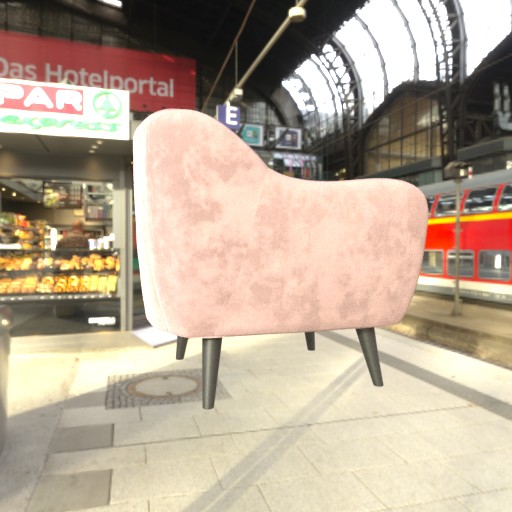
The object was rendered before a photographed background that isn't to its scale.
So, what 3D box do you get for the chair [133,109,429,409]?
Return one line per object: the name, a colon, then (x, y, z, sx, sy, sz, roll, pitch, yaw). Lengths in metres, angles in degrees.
chair: (0.000, 0.000, 1.544, 0.820, 0.820, 0.840, 0, 1, -18)
